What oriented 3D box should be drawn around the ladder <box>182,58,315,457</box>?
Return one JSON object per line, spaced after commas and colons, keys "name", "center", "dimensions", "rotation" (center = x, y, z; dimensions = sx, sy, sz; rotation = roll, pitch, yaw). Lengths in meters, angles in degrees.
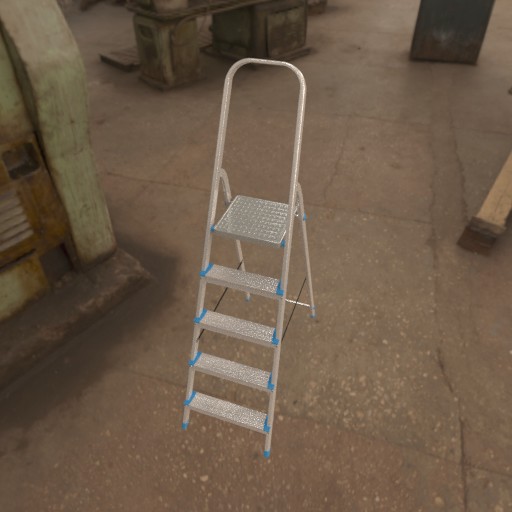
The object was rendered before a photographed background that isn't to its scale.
{"name": "ladder", "center": [0.000, 0.000, 2.029], "dimensions": [0.468, 1.648, 0.990], "rotation": [13, 42, 14]}
